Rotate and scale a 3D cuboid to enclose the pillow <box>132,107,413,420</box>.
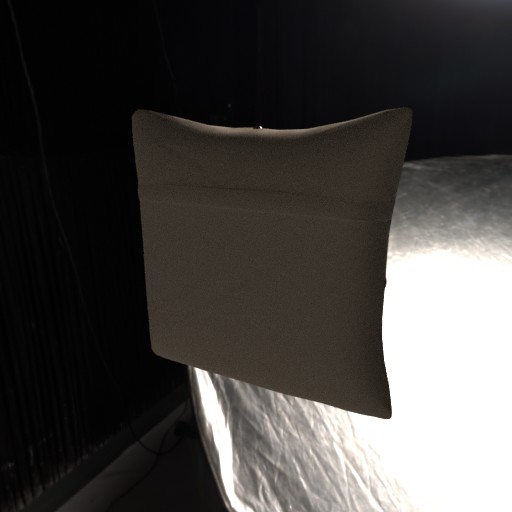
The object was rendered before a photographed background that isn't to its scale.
[{"bbox_3d":[0.000,0.000,0.736,0.484,0.470,0.192,8,18,27],"label":"pillow"}]
